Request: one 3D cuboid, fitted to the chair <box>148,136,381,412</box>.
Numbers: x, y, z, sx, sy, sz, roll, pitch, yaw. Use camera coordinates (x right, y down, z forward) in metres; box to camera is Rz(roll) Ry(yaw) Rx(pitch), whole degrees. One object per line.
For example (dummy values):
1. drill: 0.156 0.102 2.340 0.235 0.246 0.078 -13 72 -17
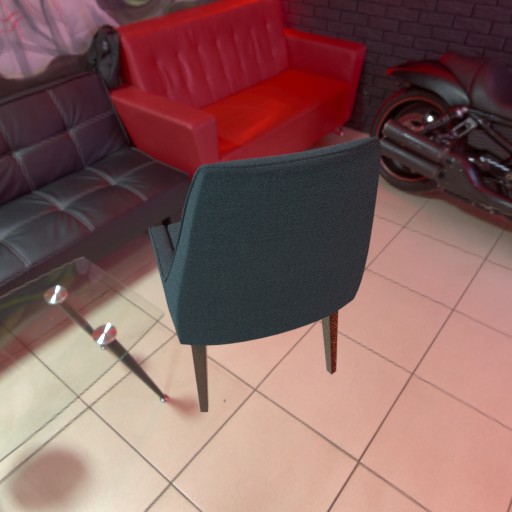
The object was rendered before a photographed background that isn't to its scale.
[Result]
1. chair: 0.000 0.000 1.231 0.529 0.861 0.544 -12 42 -14
